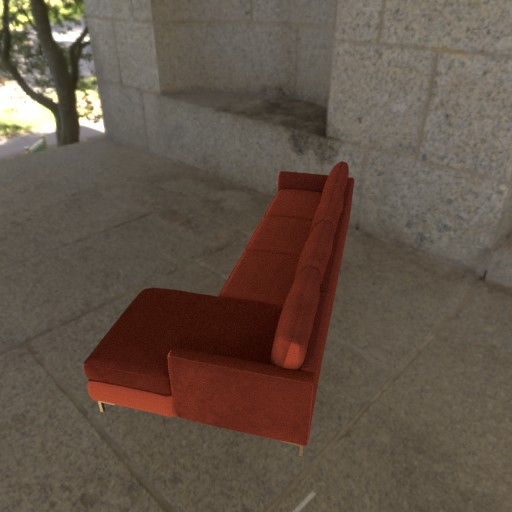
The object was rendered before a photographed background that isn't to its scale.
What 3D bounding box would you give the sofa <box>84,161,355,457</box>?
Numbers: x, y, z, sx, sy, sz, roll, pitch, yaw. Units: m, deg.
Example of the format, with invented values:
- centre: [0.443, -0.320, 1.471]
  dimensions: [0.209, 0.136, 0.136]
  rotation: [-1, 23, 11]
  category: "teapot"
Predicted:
- centre: [0.000, 0.000, 3.618]
  dimensions: [1.350, 0.810, 2.932]
  rotation: [8, 32, 13]
  category: "sofa"
